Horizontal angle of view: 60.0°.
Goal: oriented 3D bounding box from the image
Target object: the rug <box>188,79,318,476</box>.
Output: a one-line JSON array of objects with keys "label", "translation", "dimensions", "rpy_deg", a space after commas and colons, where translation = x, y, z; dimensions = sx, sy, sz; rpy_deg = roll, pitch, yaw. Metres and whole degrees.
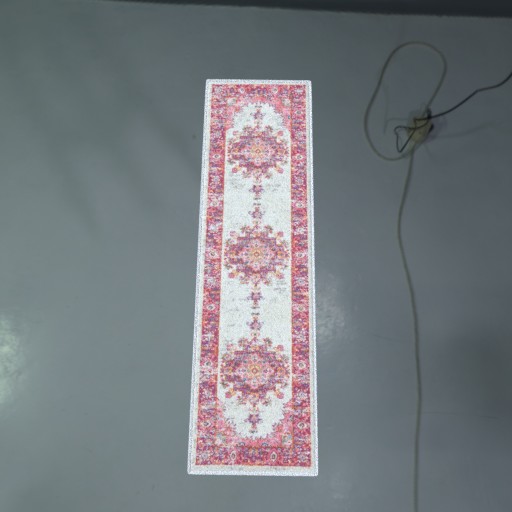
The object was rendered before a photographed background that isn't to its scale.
[{"label": "rug", "translation": [0.000, 0.000, 2.526], "dimensions": [0.666, 0.011, 2.294], "rpy_deg": [1, 76, 0]}]
